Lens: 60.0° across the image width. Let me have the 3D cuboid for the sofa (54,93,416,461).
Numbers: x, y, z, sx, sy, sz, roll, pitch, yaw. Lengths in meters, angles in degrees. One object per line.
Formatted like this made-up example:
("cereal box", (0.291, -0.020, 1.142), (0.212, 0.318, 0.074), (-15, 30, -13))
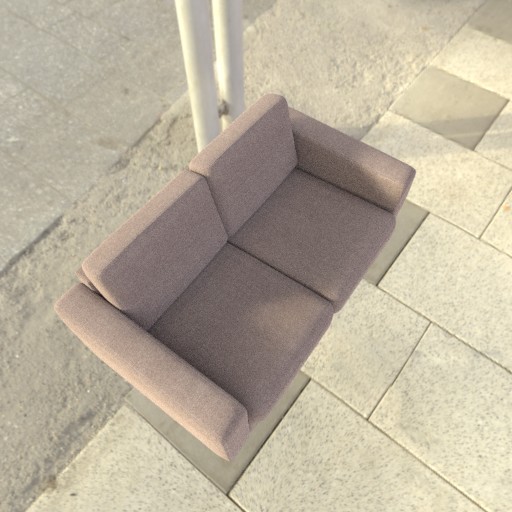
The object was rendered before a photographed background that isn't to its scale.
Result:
("sofa", (0.000, 0.000, 2.061), (0.900, 0.800, 1.520), (32, 64, 18))
